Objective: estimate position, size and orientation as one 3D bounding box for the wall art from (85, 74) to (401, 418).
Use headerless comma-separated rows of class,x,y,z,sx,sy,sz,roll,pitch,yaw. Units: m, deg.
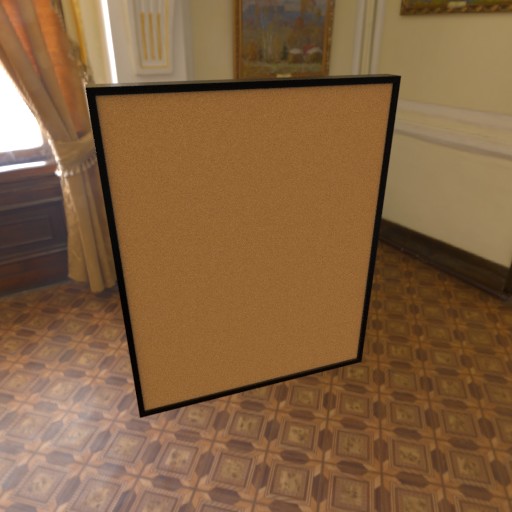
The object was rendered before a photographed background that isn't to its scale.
wall art,0.000,0.000,0.744,0.451,0.553,0.039,-9,29,-17
